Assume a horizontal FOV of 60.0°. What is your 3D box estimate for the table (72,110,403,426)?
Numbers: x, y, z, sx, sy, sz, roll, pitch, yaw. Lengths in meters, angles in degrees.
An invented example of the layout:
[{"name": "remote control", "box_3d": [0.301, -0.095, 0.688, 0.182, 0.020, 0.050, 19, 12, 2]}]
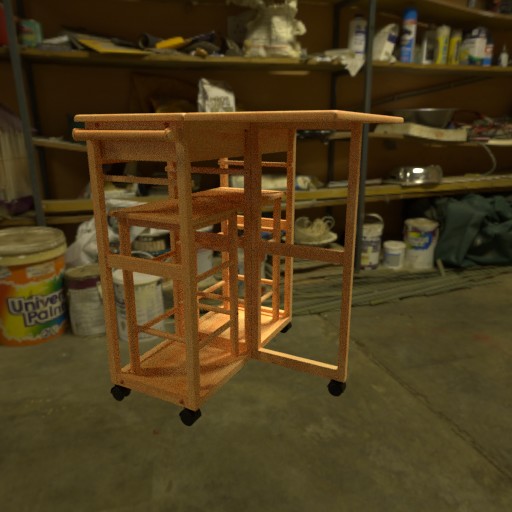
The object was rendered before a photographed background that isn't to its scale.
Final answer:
[{"name": "table", "box_3d": [0.000, 0.000, 1.384, 0.693, 0.832, 0.752, 8, 18, 26]}]
